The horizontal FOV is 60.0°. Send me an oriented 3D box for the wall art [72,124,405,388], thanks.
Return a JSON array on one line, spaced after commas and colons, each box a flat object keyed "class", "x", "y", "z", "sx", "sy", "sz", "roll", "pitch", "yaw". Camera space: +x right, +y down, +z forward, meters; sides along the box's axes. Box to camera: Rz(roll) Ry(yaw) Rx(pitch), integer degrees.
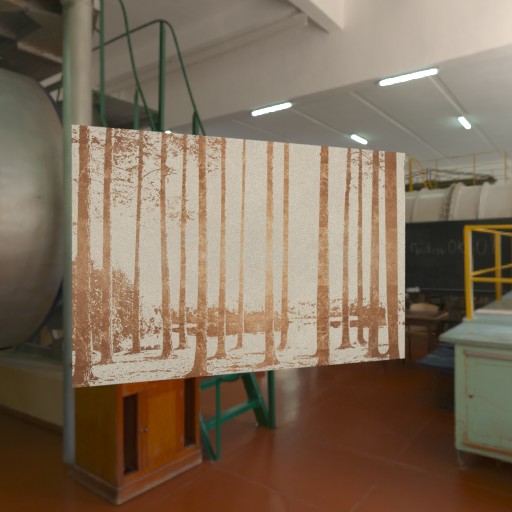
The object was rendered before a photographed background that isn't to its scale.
[{"class": "wall art", "x": 0.000, "y": 0.000, "z": 0.795, "sx": 0.609, "sy": 0.405, "sz": 0.035, "roll": 0, "pitch": 0, "yaw": -19}]
